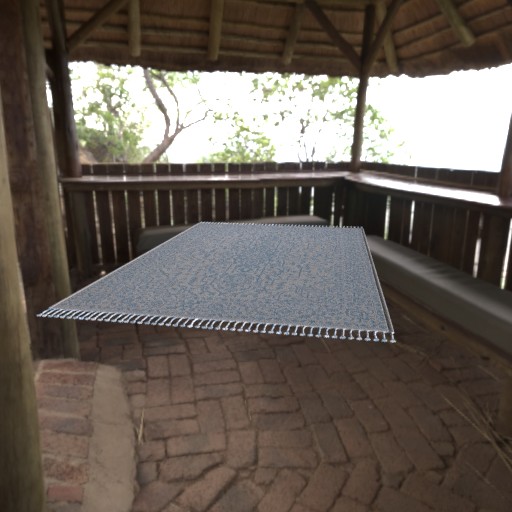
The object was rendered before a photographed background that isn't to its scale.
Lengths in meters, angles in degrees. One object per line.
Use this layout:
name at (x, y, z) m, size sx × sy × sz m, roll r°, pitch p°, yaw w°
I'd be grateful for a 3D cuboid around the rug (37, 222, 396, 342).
rug at (0.000, 0.000, 2.979) m, size 1.524 × 0.010 × 2.438 m, roll 3°, pitch 14°, yaw 10°
